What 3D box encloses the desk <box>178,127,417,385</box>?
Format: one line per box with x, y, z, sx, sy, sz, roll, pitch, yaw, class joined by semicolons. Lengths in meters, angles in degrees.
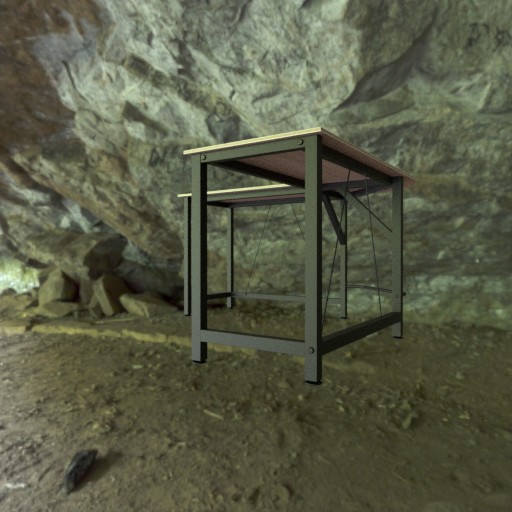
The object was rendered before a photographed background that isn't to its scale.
0.000;0.000;2.261;1.400;0.762;1.400;0;0;34;desk
